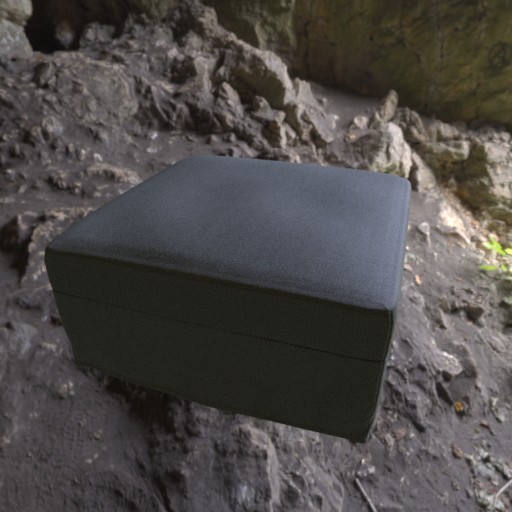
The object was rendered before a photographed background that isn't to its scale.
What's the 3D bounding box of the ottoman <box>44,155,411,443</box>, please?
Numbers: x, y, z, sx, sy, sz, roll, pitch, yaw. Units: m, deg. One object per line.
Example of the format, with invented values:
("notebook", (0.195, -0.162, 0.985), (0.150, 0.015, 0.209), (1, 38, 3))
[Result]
("ottoman", (0.000, 0.000, 1.354), (0.843, 0.441, 0.842), (9, 30, 17))
